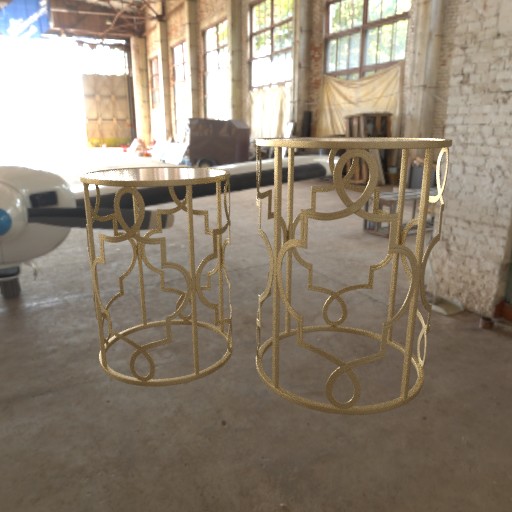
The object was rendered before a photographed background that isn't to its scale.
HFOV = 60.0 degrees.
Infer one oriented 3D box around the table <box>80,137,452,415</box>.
[{"bbox_3d":[0.000,0.000,1.102,0.846,0.564,0.420,3,16,9],"label":"table"}]
